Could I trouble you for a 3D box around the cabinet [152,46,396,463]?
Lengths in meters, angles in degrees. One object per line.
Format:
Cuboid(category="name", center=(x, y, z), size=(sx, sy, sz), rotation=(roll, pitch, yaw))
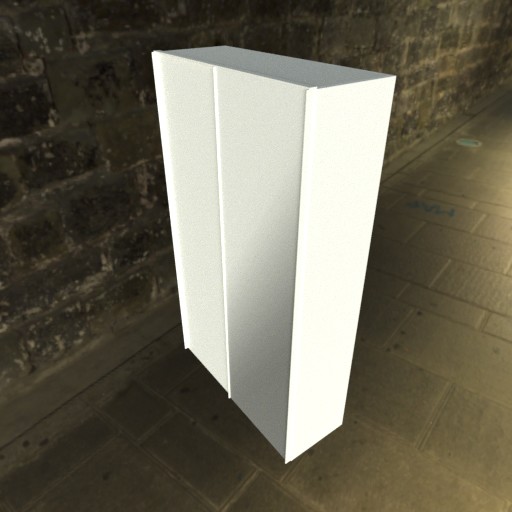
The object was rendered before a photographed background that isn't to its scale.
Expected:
Cuboid(category="cabinet", center=(0.000, 0.000, 2.654), size=(0.480, 2.160, 1.250), rotation=(-21, 38, -31))
